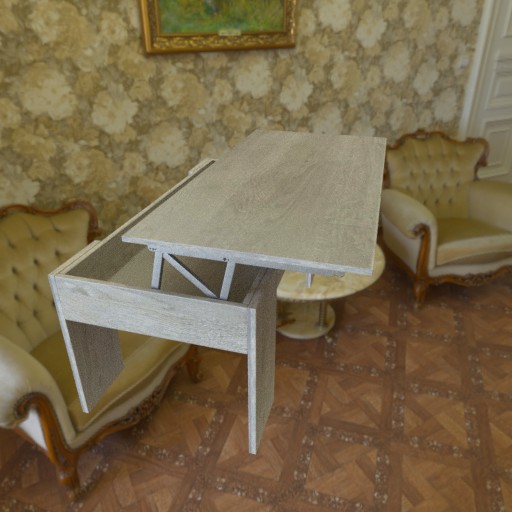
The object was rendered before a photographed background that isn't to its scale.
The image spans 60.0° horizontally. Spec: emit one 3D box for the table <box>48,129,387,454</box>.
[{"bbox_3d":[0.000,0.000,1.419,0.711,0.570,1.000,8,29,14],"label":"table"}]
